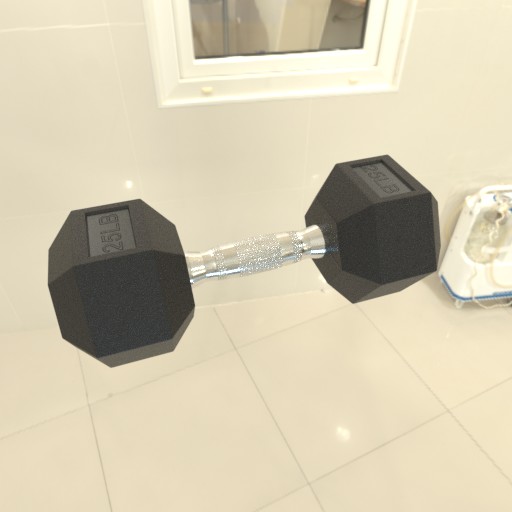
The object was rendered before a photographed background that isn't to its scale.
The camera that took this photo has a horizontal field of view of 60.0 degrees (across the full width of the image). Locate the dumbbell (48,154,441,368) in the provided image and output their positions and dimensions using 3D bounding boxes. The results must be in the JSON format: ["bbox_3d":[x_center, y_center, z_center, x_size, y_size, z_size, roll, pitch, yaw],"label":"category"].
[{"bbox_3d":[0.000,0.000,0.378,0.315,0.113,0.129,-13,43,-14],"label":"dumbbell"}]
